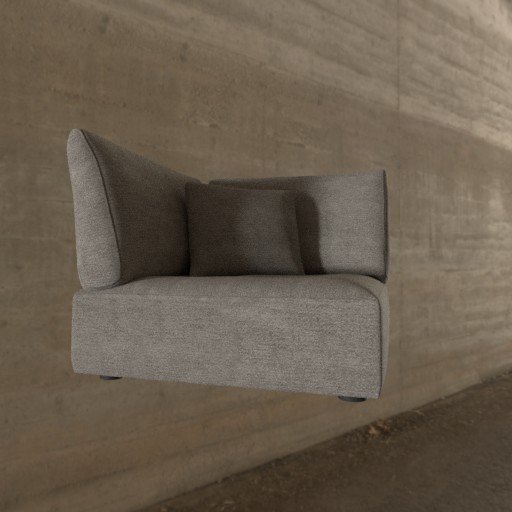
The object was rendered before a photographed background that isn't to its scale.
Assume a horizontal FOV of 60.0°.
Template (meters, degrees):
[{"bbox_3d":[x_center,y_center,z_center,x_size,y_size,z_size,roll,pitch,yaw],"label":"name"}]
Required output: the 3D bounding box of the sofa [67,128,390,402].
[{"bbox_3d":[0.000,0.000,1.732,1.000,0.820,1.000,0,-1,17],"label":"sofa"}]
